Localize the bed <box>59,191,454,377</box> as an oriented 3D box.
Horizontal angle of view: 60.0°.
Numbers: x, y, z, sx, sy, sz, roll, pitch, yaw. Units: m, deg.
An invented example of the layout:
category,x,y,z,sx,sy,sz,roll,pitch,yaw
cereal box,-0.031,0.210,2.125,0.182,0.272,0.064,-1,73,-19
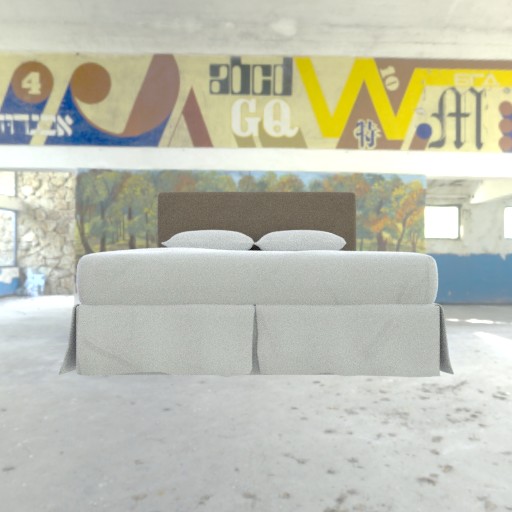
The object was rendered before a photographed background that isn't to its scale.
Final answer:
category,x,y,z,sx,sy,sz,roll,pitch,yaw
bed,0.000,0.000,3.489,2.119,1.317,2.341,0,0,0
